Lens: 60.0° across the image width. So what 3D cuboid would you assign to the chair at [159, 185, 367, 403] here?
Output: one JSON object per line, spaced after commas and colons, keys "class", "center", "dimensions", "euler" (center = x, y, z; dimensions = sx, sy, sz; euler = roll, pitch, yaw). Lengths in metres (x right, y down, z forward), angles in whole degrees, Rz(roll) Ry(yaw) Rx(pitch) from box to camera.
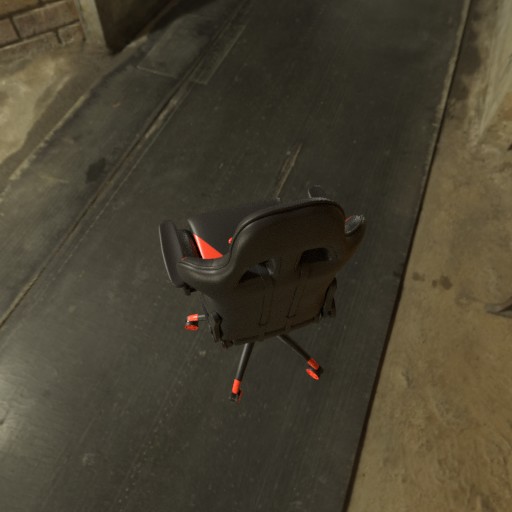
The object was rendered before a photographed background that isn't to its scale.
{"class": "chair", "center": [0.000, 0.000, 1.680], "dimensions": [0.695, 1.282, 0.730], "euler": [-14, 60, -9]}
